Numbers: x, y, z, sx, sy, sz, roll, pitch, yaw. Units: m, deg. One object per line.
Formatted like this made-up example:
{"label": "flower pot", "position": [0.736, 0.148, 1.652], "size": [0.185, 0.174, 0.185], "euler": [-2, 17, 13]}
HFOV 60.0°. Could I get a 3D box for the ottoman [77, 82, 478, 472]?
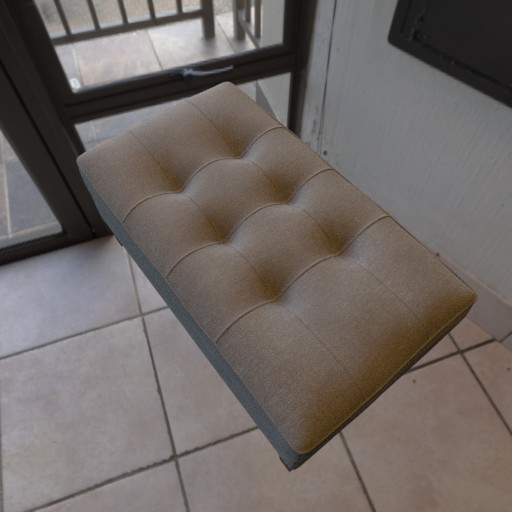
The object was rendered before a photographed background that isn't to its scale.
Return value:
{"label": "ottoman", "position": [0.000, 0.000, 1.455], "size": [0.648, 0.514, 1.143], "euler": [-34, 64, -19]}
